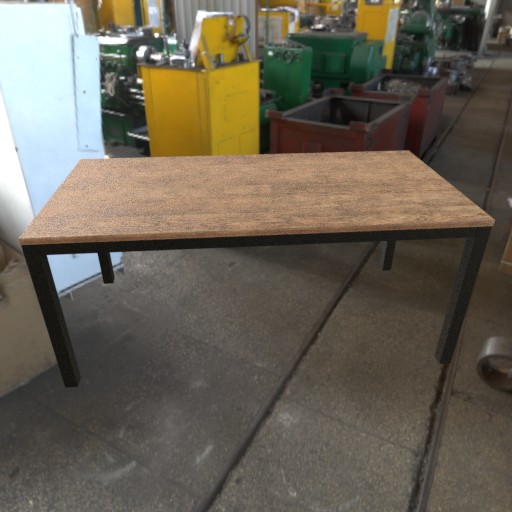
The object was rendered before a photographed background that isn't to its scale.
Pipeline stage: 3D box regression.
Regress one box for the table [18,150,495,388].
[{"bbox_3d":[0.000,0.000,2.249,1.805,0.767,0.893,-2,31,-4],"label":"table"}]
